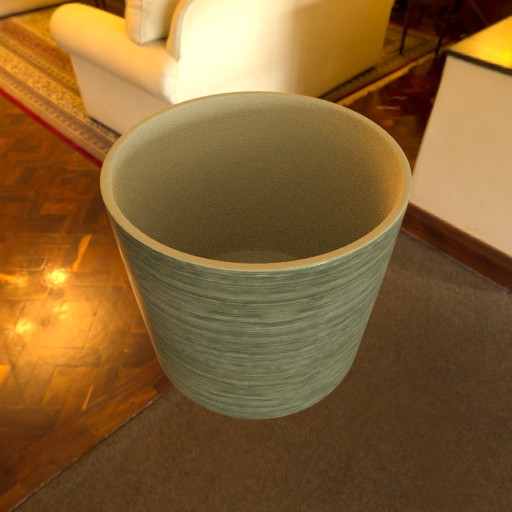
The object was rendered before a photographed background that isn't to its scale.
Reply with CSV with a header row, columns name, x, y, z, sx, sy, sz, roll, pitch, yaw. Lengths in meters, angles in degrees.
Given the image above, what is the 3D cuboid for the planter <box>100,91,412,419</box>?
name,x,y,z,sx,sy,sz,roll,pitch,yaw
planter,0.000,0.000,0.395,0.221,0.201,0.221,0,46,0
